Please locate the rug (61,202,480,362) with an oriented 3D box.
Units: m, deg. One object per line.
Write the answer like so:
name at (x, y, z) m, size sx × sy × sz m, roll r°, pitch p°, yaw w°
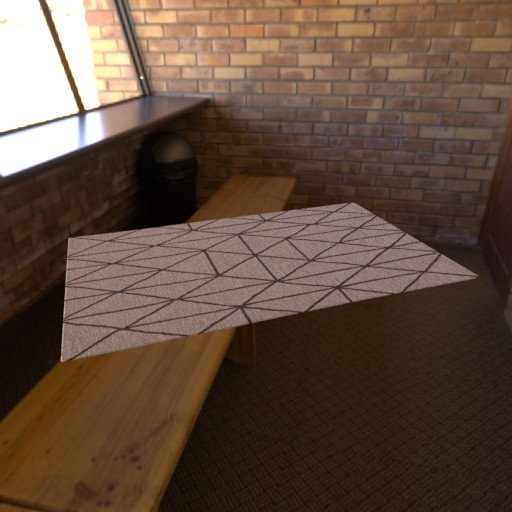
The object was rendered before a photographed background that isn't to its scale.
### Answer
rug at (0.000, 0.000, 3.077) m, size 2.465 × 0.008 × 1.526 m, roll -9°, pitch 27°, yaw -18°
